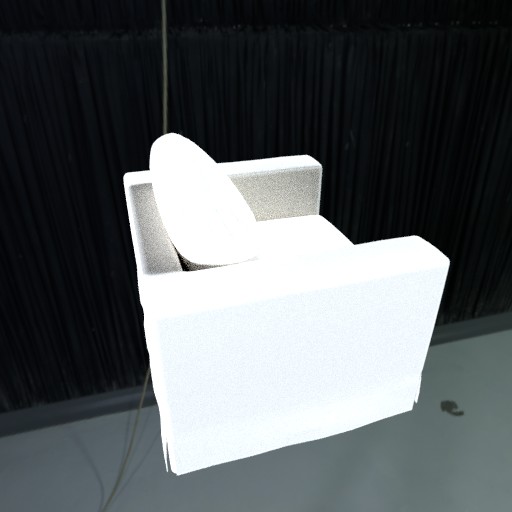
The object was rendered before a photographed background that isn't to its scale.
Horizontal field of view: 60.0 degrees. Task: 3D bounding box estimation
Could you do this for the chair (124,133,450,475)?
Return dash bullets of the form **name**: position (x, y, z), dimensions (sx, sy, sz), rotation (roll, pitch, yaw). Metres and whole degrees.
- **chair**: position (0.000, 0.000, 1.805), dimensions (0.957, 0.878, 1.150), rotation (-9, 31, -15)
